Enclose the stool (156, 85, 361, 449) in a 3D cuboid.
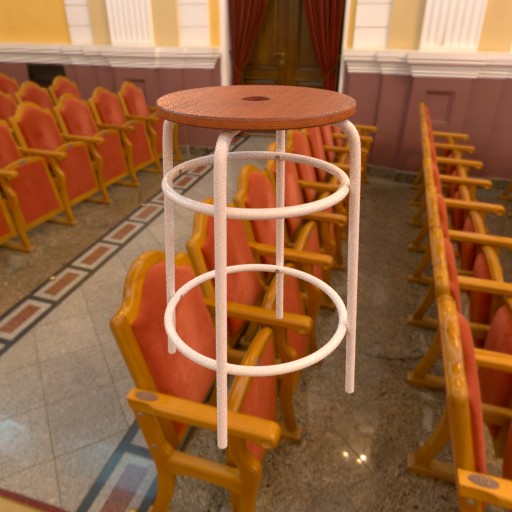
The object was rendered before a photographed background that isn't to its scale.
[{"bbox_3d":[0.000,0.000,0.899,0.455,0.610,0.455,8,30,15],"label":"stool"}]
